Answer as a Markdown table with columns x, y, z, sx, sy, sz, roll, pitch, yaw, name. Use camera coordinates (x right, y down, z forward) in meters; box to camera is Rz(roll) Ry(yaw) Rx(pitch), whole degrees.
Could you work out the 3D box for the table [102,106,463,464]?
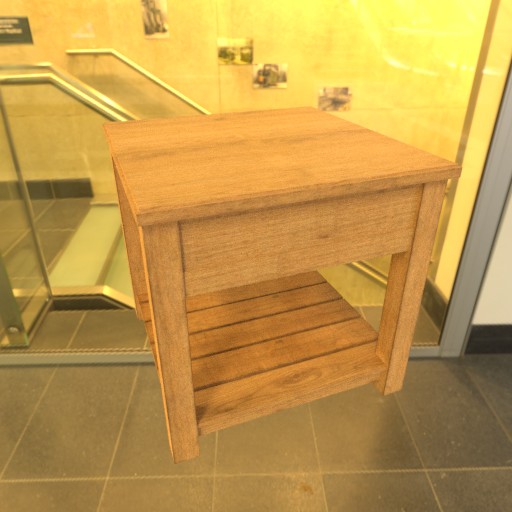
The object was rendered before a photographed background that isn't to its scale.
| x | y | z | sx | sy | sz | roll | pitch | yaw | name |
| --- | --- | --- | --- | --- | --- | --- | --- | --- | --- |
| 0.000 | 0.000 | 1.133 | 0.612 | 0.593 | 0.616 | -11 | 31 | -18 | table |
